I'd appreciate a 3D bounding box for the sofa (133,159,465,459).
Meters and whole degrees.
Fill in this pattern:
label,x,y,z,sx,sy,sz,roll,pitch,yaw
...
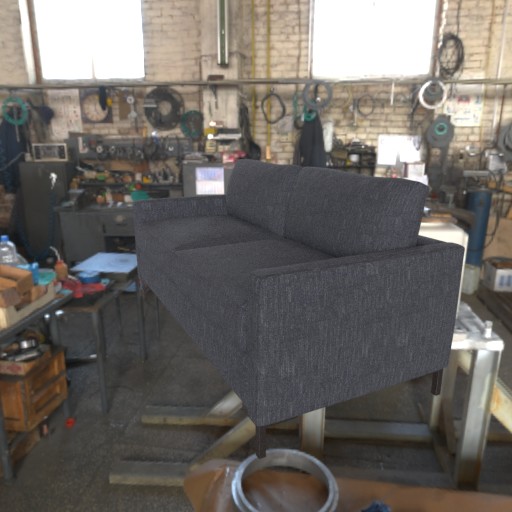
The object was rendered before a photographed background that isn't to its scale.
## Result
label,x,y,z,sx,sy,sz,roll,pitch,yaw
sofa,0.000,0.000,2.190,0.866,0.862,1.716,-8,17,-26
